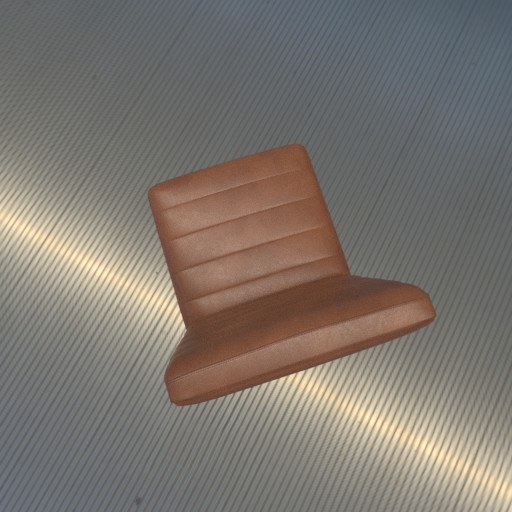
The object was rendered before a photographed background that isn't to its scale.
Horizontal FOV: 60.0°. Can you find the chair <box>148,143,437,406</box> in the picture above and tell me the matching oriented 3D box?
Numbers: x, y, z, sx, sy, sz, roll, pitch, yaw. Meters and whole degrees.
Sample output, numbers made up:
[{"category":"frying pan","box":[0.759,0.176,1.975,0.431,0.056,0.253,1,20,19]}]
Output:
[{"category":"chair","box":[0.000,0.000,1.286,0.520,0.930,0.634,-17,78,-4]}]
